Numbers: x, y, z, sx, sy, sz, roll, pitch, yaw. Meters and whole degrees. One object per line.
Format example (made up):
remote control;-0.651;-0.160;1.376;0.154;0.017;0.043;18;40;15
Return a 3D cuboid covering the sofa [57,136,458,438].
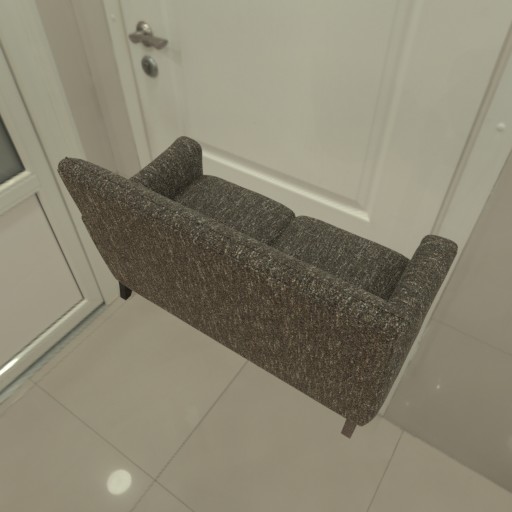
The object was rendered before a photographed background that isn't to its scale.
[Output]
sofa;0.000;0.000;2.023;1.519;0.946;0.801;26;52;23
